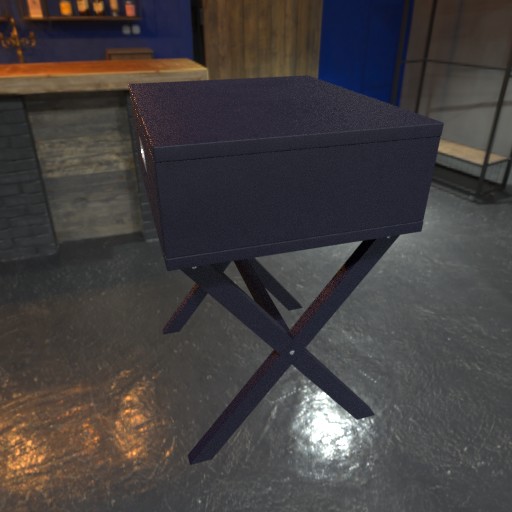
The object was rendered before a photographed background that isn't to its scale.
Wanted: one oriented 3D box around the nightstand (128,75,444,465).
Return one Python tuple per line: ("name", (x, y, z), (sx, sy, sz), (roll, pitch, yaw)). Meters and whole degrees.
("nightstand", (0.000, 0.000, 0.920), (0.402, 0.623, 0.479), (-9, 31, -15))
